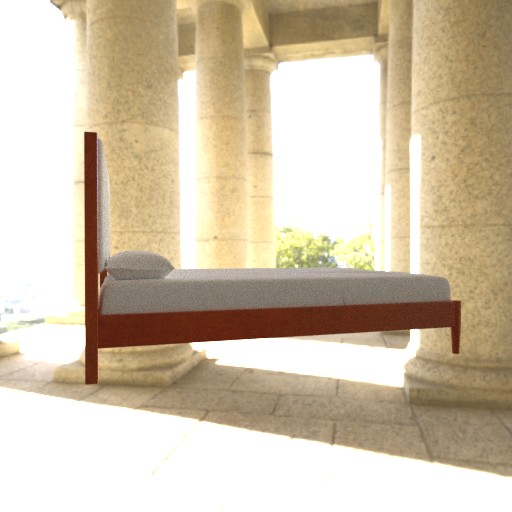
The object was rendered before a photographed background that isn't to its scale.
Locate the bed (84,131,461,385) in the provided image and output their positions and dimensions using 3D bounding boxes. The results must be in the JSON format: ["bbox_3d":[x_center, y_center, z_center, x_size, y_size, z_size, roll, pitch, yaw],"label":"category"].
[{"bbox_3d":[0.000,0.000,3.084,2.117,1.165,1.566,0,1,-17],"label":"bed"}]
